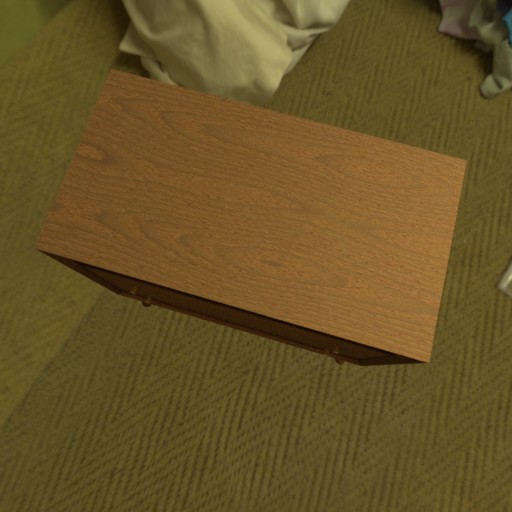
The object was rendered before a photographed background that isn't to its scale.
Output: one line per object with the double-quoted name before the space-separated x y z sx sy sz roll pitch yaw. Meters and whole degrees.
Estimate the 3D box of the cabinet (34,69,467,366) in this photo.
"cabinet" 0.000 0.000 1.166 0.712 0.748 0.388 16 76 4
